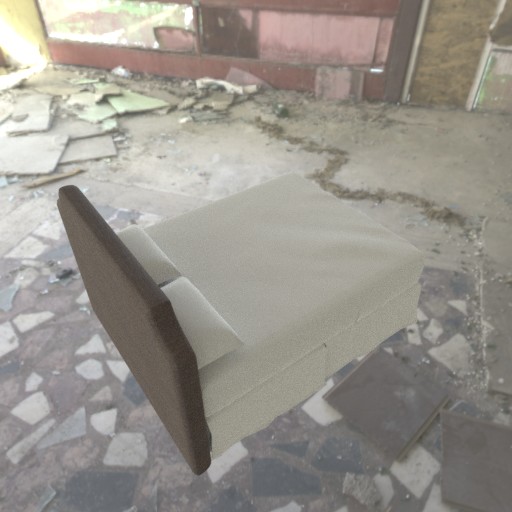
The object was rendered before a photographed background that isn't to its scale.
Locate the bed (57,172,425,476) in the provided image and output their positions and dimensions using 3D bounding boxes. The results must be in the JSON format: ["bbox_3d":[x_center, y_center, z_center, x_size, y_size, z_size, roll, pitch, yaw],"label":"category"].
[{"bbox_3d":[0.000,0.000,3.214,2.116,1.290,1.693,-25,46,-27],"label":"bed"}]
